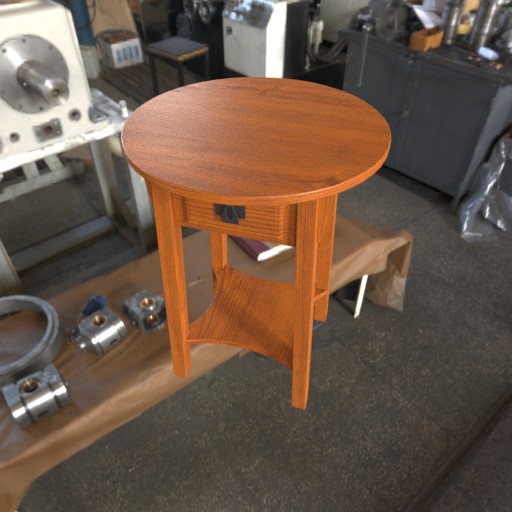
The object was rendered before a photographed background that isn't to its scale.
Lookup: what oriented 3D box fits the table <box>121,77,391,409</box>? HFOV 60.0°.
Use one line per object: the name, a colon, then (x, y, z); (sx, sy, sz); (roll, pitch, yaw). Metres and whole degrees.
table: (0.000, 0.000, 0.968); (0.457, 0.610, 0.457); (0, 41, 0)
